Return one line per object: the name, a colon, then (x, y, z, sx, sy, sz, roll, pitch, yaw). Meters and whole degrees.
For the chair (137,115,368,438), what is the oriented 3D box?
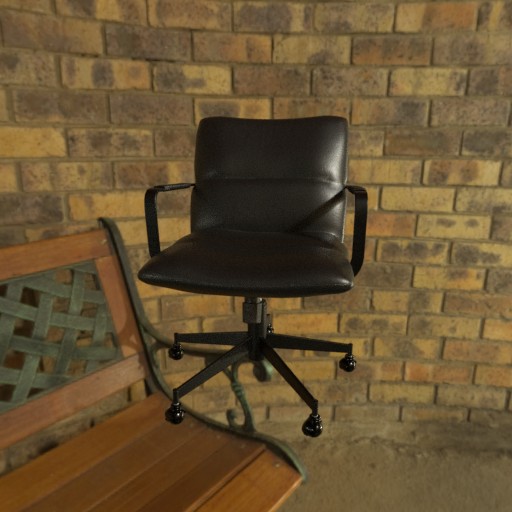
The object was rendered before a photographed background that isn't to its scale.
chair: (0.000, 0.000, 1.473, 0.719, 0.922, 0.748, 2, 15, 8)
